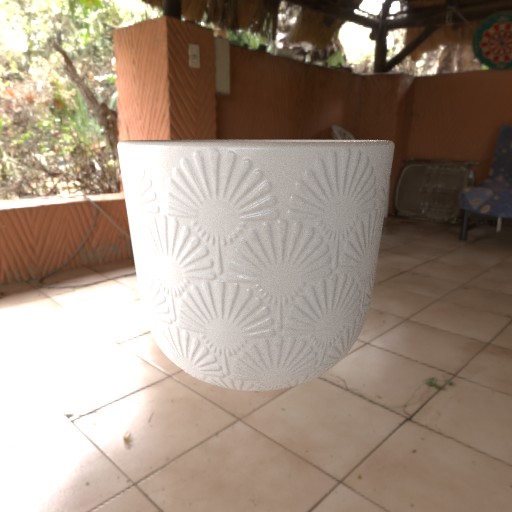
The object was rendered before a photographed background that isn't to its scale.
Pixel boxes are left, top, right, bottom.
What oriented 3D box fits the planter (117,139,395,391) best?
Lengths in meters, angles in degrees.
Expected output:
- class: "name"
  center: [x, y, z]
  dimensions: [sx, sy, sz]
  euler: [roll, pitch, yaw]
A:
- class: "planter"
  center: [0.000, 0.000, 0.302]
  dimensions: [0.170, 0.152, 0.170]
  euler: [0, 15, 0]
